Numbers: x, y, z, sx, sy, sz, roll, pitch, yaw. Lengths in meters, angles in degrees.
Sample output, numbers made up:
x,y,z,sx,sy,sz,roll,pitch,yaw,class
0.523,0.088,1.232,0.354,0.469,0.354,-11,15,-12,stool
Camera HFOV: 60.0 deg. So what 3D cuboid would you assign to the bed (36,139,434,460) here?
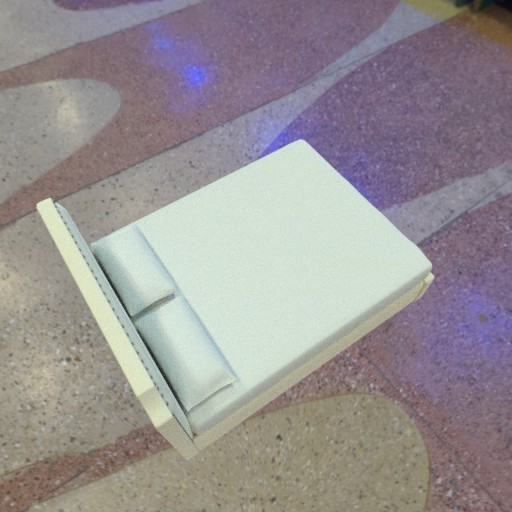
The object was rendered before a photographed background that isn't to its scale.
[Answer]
x,y,z,sx,sy,sz,roll,pitch,yaw,class
0.000,0.000,3.362,2.329,1.415,1.703,-30,63,-17,bed
